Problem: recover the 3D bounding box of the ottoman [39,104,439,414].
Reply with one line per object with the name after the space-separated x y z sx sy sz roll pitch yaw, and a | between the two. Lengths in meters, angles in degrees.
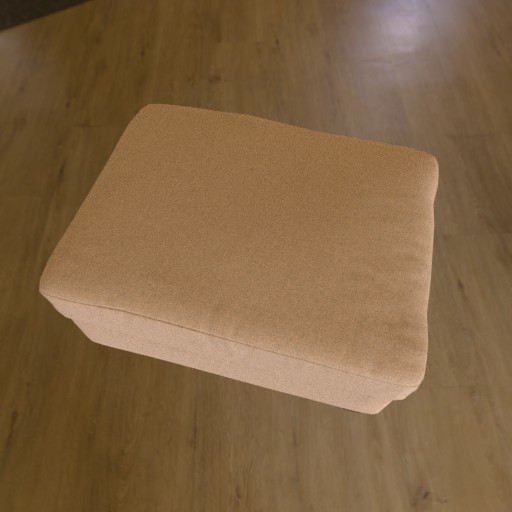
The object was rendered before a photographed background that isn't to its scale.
0.000 0.000 1.296 0.902 0.511 0.692 13 59 8 | ottoman
